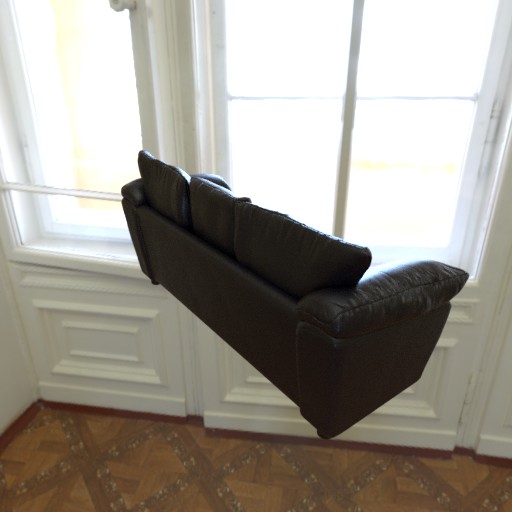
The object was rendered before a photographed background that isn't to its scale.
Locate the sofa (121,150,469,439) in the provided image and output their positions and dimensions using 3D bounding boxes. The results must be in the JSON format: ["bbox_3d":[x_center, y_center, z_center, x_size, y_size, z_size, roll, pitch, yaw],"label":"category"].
[{"bbox_3d":[0.000,0.000,2.835,0.880,1.073,2.336,-18,31,-33],"label":"sofa"}]
